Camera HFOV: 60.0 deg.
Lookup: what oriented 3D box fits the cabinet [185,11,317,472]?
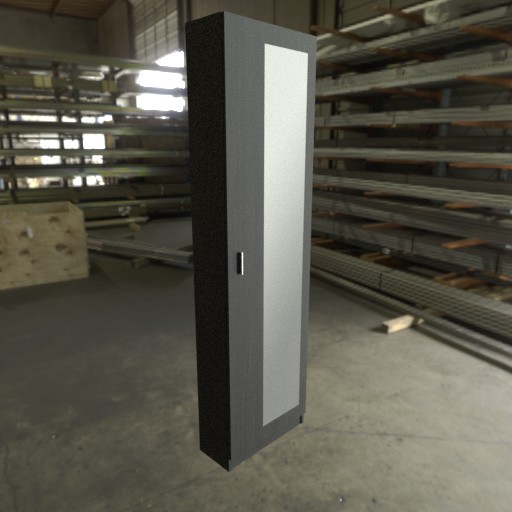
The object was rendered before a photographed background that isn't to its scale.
[{"bbox_3d":[0.000,0.000,1.916,0.500,1.790,0.230,-13,19,-43],"label":"cabinet"}]
